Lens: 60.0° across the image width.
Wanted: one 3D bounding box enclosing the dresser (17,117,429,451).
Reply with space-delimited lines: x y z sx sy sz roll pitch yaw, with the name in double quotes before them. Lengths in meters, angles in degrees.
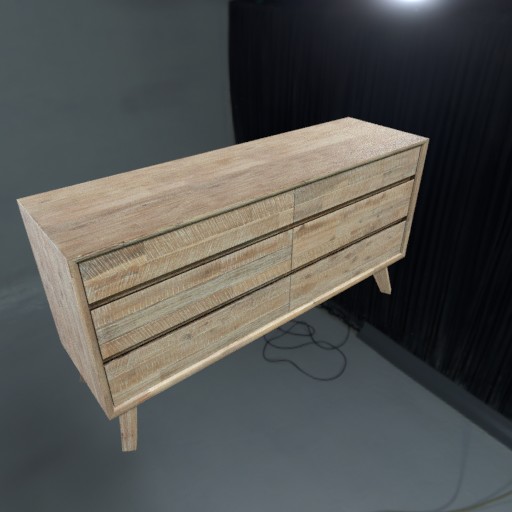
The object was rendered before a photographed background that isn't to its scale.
"dresser" 0.000 0.000 1.860 1.554 0.805 0.455 -23 39 -32
